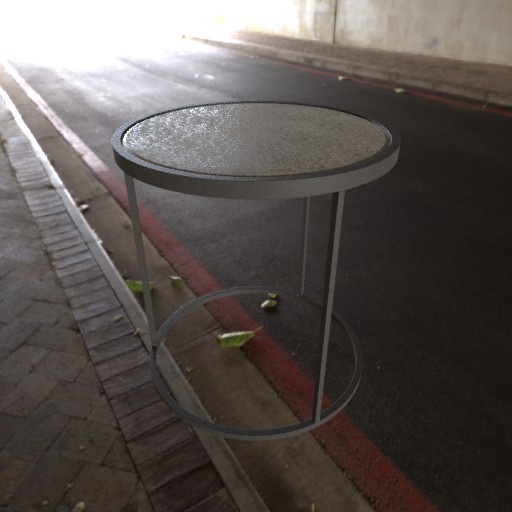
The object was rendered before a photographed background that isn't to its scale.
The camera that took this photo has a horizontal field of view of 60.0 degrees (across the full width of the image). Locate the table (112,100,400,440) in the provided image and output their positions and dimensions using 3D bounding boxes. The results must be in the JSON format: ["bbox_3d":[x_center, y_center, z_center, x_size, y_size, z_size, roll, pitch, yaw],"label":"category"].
[{"bbox_3d":[0.000,0.000,0.876,0.470,0.498,0.470,0,31,0],"label":"table"}]
